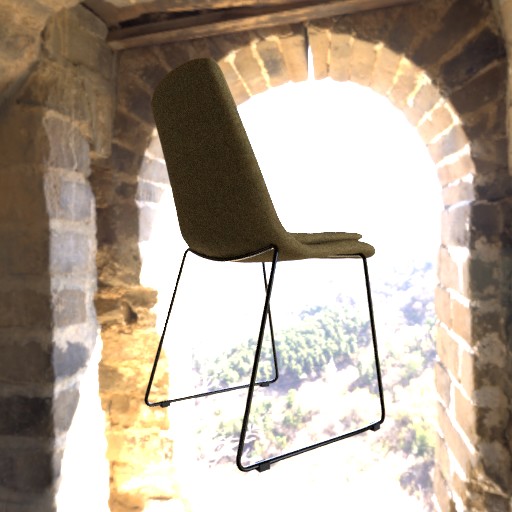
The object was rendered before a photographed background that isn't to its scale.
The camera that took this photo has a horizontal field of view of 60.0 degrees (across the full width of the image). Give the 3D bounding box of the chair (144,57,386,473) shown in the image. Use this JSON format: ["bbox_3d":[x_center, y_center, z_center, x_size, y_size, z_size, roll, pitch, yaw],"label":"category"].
[{"bbox_3d":[0.000,0.000,1.156,0.496,0.849,0.479,0,0,-36],"label":"chair"}]
